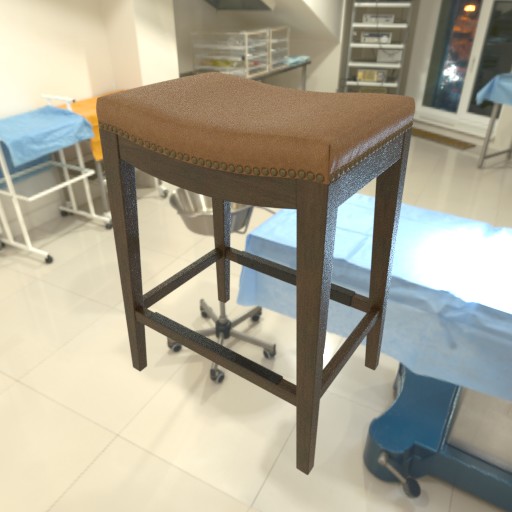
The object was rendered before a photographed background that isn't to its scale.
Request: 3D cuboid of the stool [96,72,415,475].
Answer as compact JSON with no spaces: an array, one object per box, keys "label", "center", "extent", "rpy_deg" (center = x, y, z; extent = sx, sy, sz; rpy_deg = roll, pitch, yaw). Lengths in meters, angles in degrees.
[{"label":"stool","center":[0.000,0.000,0.943],"extent":[0.500,0.660,0.361],"rpy_deg":[20,37,29]}]
